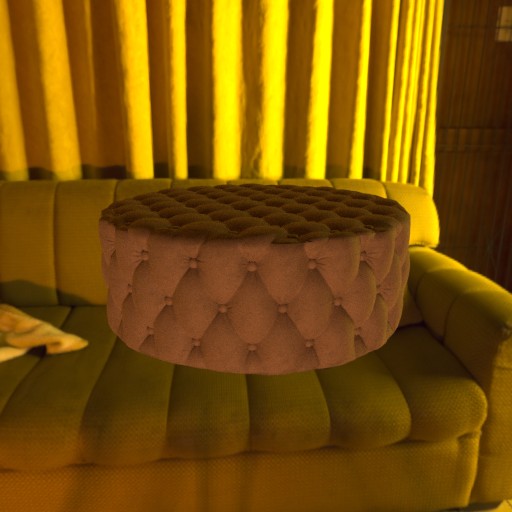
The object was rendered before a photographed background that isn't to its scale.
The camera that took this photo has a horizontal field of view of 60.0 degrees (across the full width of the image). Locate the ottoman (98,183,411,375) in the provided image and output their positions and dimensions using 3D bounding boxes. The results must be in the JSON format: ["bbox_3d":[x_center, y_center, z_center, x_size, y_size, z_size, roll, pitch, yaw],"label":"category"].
[{"bbox_3d":[0.000,0.000,1.512,0.998,0.399,0.998,0,16,0],"label":"ottoman"}]
